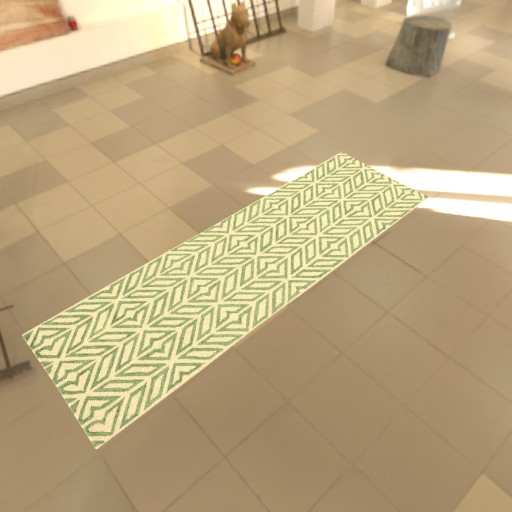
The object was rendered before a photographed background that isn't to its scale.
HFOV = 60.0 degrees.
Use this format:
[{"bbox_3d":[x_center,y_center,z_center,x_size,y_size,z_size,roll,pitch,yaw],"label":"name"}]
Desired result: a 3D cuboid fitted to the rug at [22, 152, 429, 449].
[{"bbox_3d":[0.000,0.000,2.561,2.435,0.009,0.750,-33,54,-28],"label":"rug"}]
